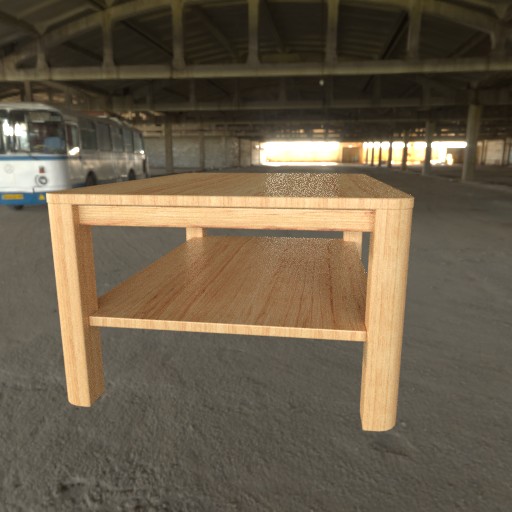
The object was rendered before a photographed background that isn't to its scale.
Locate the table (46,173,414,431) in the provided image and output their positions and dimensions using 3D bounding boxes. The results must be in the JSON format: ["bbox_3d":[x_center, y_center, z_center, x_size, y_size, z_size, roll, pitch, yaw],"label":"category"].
[{"bbox_3d":[0.000,0.000,1.321,0.696,0.445,0.997,2,13,8],"label":"table"}]
